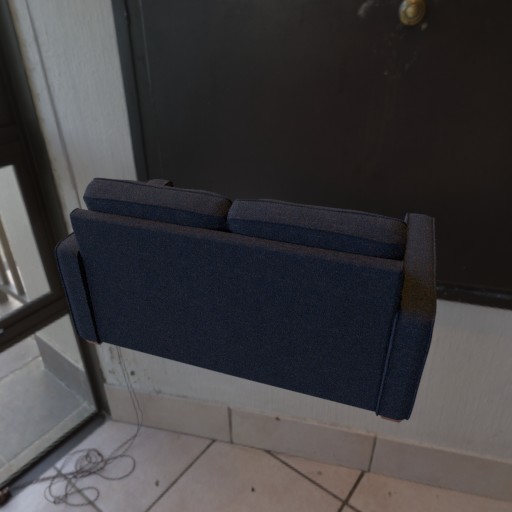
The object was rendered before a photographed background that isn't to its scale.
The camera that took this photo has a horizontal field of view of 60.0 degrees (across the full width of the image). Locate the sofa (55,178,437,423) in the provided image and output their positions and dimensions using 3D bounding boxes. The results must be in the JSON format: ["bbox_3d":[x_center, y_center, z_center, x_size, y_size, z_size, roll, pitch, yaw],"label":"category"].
[{"bbox_3d":[0.000,0.000,2.277,1.709,0.918,0.947,10,33,16],"label":"sofa"}]
